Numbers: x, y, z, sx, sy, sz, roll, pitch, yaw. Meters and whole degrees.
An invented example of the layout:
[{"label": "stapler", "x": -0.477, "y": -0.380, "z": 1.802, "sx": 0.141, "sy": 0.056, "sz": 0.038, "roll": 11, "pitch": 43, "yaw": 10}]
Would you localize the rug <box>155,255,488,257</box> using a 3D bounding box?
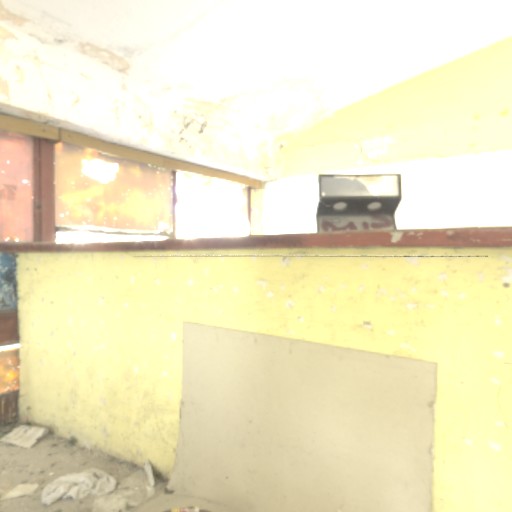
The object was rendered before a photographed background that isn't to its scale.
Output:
[{"label": "rug", "x": 0.000, "y": 0.000, "z": 2.554, "sx": 0.620, "sy": 0.008, "sz": 2.372, "roll": 0, "pitch": 0, "yaw": -36}]
